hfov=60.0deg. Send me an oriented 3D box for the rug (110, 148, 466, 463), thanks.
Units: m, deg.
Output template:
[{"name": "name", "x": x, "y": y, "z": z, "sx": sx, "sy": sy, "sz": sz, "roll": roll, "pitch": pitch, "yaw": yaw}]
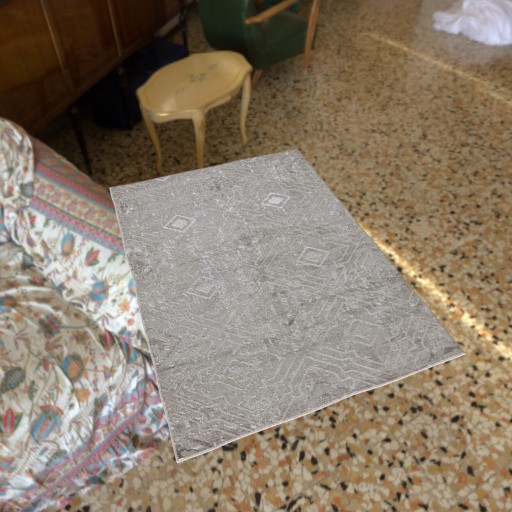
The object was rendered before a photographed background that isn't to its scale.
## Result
[{"name": "rug", "x": 0.000, "y": 0.000, "z": 4.455, "sx": 2.448, "sy": 0.020, "sz": 3.359, "roll": -15, "pitch": 47, "yaw": -14}]
